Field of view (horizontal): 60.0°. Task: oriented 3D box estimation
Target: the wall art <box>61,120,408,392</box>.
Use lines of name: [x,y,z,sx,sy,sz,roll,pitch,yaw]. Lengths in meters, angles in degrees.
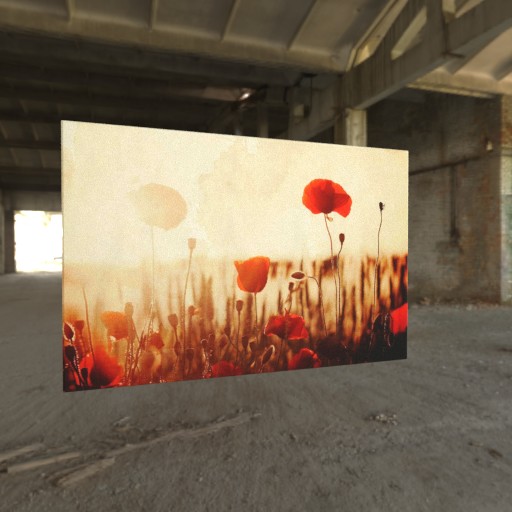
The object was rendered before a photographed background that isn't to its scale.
wall art: [0.000,0.000,1.144,0.918,0.602,0.038,0,1,-19]
